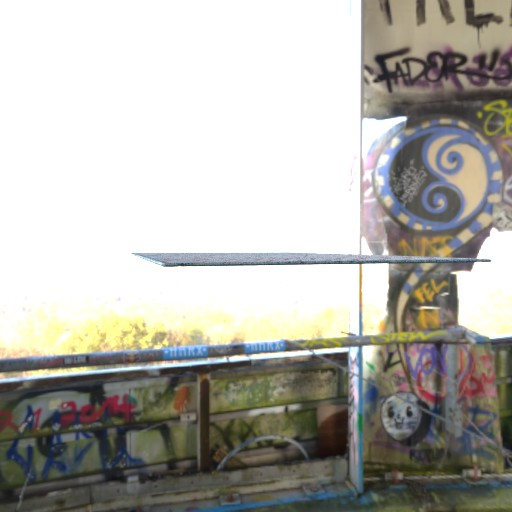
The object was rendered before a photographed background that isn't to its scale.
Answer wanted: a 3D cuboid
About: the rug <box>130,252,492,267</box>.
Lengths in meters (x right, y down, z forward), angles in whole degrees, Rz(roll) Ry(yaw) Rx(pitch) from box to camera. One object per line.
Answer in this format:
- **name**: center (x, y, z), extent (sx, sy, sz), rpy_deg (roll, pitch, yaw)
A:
- **rug**: center (0.000, 0.000, 2.991), extent (1.524, 0.015, 2.438), rpy_deg (0, 1, -19)
